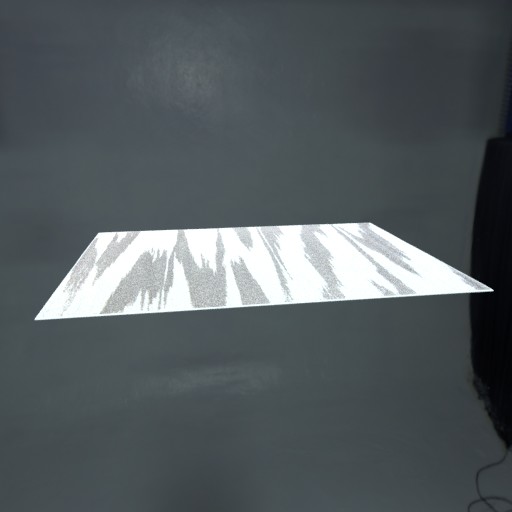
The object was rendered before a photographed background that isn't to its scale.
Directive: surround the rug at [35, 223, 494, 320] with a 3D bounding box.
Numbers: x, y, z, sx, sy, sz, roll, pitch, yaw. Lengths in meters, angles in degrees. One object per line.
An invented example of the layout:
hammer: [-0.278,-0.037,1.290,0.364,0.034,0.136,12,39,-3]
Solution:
rug: [0.000,0.000,2.750,2.142,0.010,1.533,-3,17,-9]
